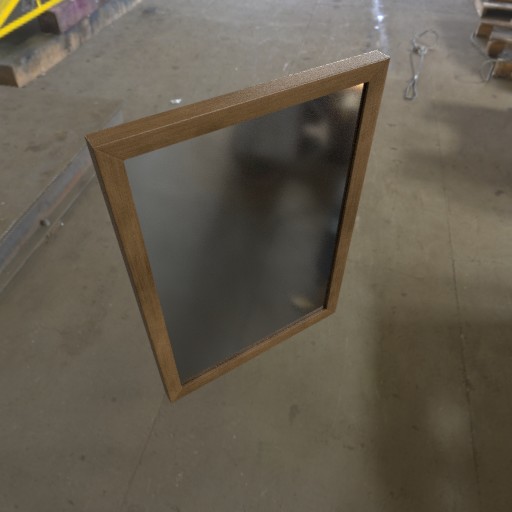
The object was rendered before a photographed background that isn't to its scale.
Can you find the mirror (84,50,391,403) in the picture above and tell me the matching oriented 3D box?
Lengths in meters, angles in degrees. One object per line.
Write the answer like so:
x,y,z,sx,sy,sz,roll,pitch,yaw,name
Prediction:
0.000,0.000,0.913,0.507,0.710,0.040,-25,51,-22,mirror
